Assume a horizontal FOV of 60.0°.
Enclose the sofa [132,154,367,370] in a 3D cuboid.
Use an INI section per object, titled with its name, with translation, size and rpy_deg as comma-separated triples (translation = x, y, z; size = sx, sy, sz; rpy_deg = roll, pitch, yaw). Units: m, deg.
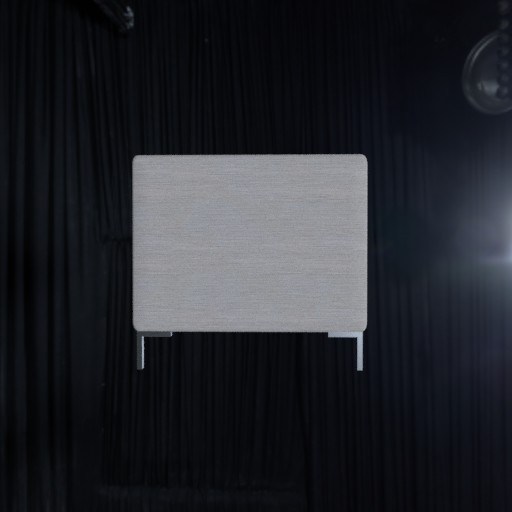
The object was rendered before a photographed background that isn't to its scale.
[sofa]
translation = 0.000, 0.000, 2.260
size = 0.686, 0.635, 1.981
rpy_deg = 0, 1, 1
